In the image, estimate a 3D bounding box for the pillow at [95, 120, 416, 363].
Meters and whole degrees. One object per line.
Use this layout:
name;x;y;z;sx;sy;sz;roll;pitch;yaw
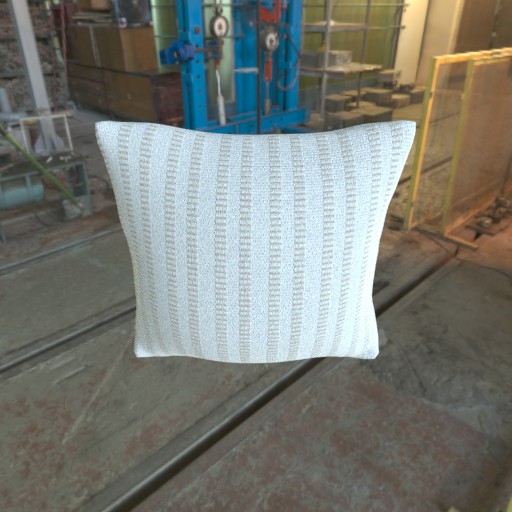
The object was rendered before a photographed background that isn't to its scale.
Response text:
pillow;0.000;0.000;0.697;0.438;0.419;0.247;0;29;0
